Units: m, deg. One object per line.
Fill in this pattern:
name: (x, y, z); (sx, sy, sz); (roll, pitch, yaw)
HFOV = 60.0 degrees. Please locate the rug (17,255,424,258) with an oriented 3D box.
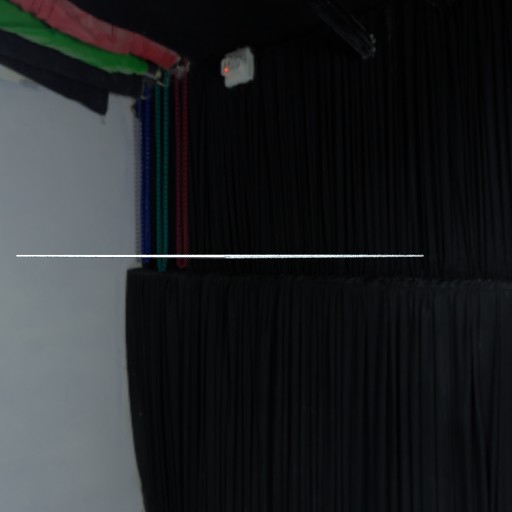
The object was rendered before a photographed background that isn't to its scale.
rug: (0.000, 0.000, 2.990); (1.512, 0.009, 2.457); (0, 0, 36)
